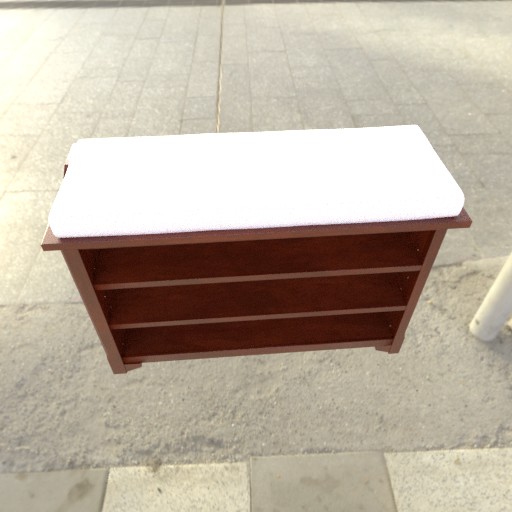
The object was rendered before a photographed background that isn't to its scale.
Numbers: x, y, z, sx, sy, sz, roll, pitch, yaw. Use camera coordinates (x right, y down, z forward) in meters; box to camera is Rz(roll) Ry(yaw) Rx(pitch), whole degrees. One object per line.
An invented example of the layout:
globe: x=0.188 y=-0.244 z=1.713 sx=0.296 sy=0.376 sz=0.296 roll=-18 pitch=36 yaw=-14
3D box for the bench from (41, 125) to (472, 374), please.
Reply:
bench: x=0.000 y=0.000 z=1.323 sx=0.987 sy=0.646 sz=0.369 roll=-3 pitch=45 yaw=-3
